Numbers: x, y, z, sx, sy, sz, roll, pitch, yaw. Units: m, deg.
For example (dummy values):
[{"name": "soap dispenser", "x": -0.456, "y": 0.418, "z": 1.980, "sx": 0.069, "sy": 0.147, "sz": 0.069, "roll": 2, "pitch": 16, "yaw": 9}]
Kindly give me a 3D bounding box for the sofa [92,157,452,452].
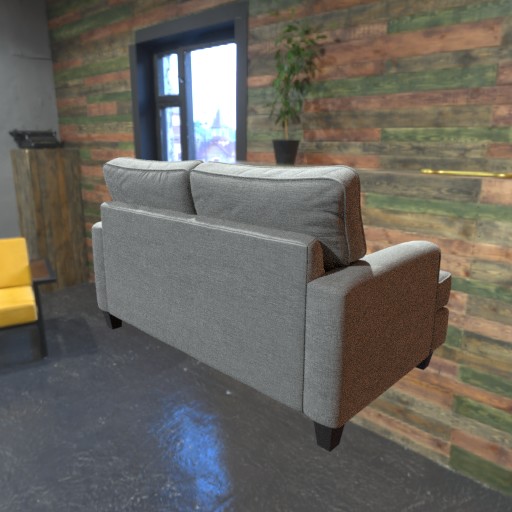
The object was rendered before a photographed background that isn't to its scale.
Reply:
[{"name": "sofa", "x": 0.000, "y": 0.000, "z": 2.230, "sx": 1.651, "sy": 0.965, "sz": 0.965, "roll": 13, "pitch": 20, "yaw": 42}]
